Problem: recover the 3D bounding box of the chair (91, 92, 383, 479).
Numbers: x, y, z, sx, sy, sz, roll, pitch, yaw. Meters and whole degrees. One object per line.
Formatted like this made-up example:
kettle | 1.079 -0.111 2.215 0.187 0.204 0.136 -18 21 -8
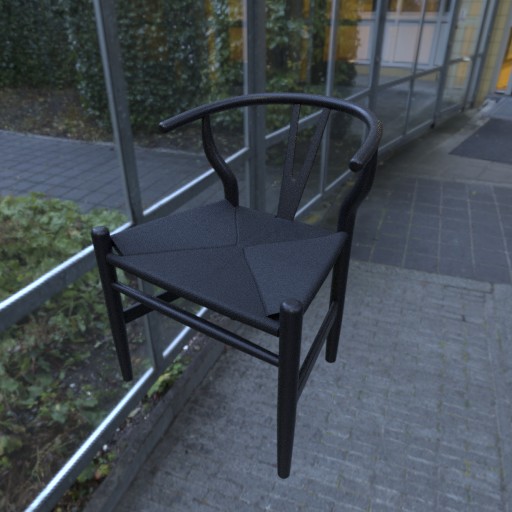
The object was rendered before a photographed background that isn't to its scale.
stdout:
chair | 0.000 0.000 1.162 0.569 0.730 0.579 19 35 30
